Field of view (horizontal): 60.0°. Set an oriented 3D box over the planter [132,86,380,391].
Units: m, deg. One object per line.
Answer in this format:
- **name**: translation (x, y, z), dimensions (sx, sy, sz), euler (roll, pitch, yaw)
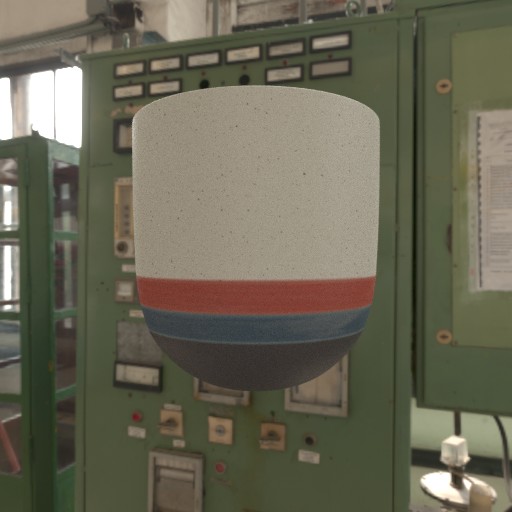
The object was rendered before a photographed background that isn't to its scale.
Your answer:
- **planter**: translation (0.000, 0.000, 0.379), dimensions (0.204, 0.214, 0.204), euler (0, 0, 0)
